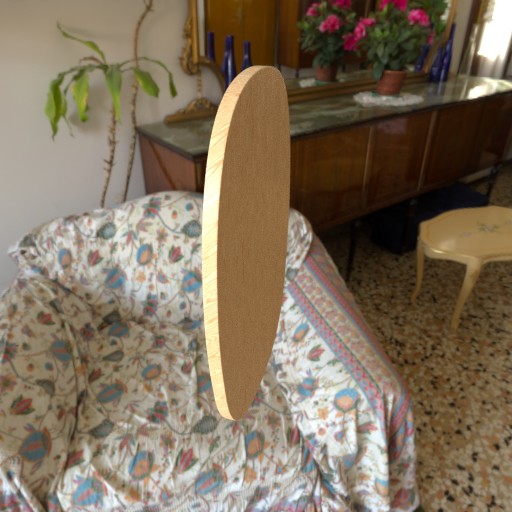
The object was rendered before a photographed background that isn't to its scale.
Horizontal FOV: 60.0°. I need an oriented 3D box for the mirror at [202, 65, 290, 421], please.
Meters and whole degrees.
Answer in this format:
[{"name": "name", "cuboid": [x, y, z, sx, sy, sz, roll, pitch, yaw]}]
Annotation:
[{"name": "mirror", "cuboid": [0.000, 0.000, 1.363, 0.037, 1.075, 0.724, 9, 31, 15]}]
